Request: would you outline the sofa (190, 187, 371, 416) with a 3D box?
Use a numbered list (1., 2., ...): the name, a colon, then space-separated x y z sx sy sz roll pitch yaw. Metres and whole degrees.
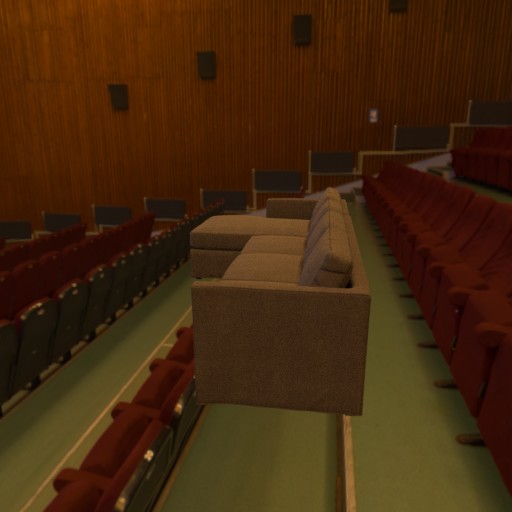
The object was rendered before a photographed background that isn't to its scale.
1. sofa: 0.000 0.000 3.881 1.650 0.922 3.205 2 16 8
